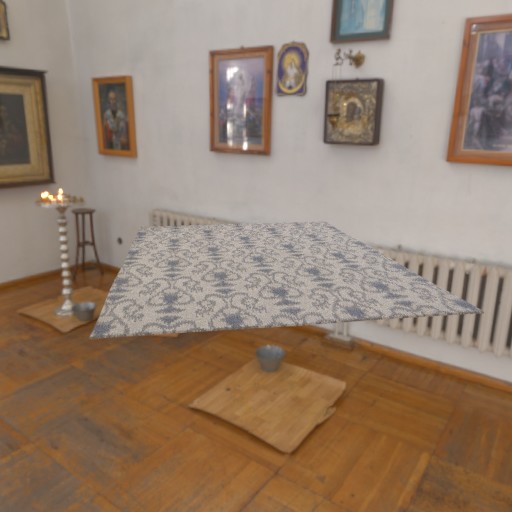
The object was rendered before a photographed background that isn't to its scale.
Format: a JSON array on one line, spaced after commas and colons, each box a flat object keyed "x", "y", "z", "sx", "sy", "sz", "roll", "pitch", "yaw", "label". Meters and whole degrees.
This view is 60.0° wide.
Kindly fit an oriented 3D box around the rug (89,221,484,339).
[{"x": 0.000, "y": 0.000, "z": 2.902, "sx": 1.676, "sy": 0.013, "sz": 2.261, "roll": -2, "pitch": 15, "yaw": -9, "label": "rug"}]
